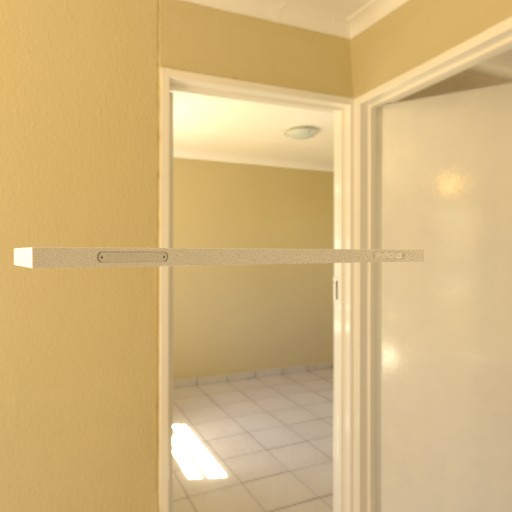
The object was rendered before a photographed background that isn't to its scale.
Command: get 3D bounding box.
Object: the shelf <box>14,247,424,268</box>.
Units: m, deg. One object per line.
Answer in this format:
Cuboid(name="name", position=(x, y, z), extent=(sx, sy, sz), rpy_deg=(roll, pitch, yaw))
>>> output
Cuboid(name="shelf", position=(0.000, 0.000, 0.648), extent=(0.610, 0.020, 0.140), rpy_deg=(0, 1, -35))
